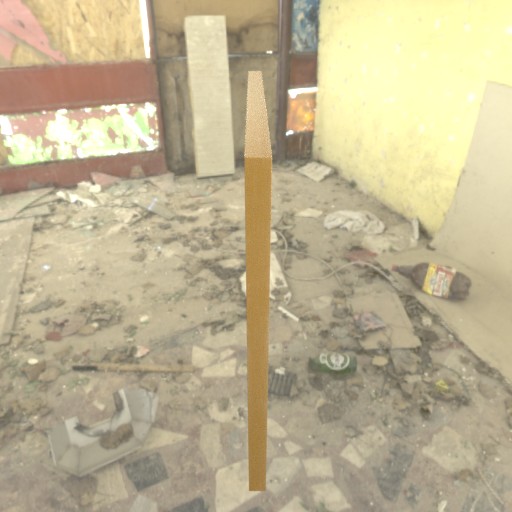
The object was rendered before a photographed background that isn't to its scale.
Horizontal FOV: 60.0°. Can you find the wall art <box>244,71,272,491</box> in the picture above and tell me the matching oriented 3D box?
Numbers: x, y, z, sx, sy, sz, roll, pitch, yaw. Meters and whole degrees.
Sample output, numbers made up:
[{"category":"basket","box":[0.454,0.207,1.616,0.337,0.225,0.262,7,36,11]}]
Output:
[{"category":"wall art","box":[0.000,0.000,1.116,0.037,0.760,0.762,0,31,0]}]
